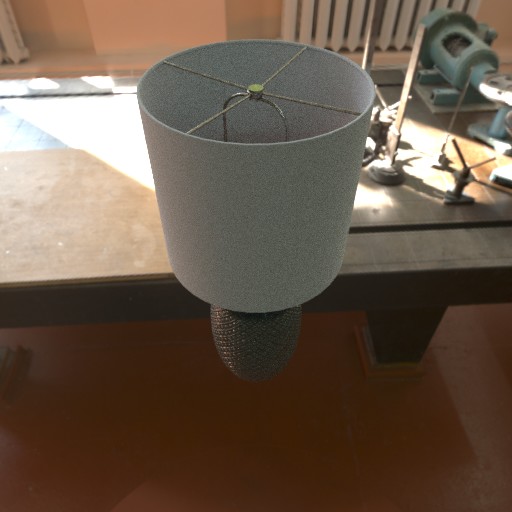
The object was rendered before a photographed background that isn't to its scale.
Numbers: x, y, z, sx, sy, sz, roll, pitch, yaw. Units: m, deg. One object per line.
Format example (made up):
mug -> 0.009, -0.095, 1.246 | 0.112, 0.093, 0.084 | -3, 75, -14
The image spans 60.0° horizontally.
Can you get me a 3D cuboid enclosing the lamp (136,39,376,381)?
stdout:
lamp -> 0.000, 0.000, 0.568 | 0.217, 0.453, 0.217 | 23, 50, 21
